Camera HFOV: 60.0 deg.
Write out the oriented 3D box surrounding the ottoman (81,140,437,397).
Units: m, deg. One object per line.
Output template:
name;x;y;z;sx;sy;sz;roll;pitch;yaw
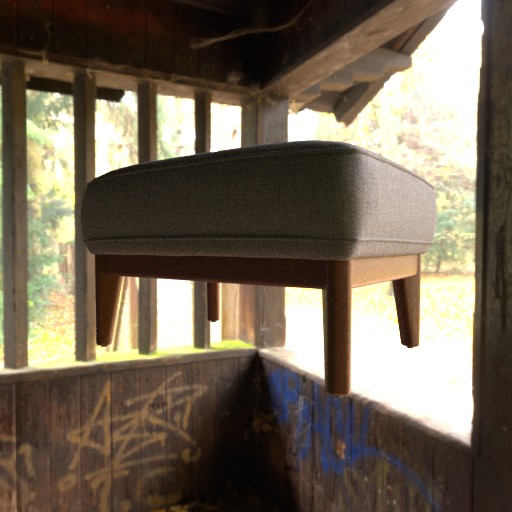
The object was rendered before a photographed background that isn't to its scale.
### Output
ottoman;0.000;0.000;1.107;0.750;0.458;0.555;1;2;35
